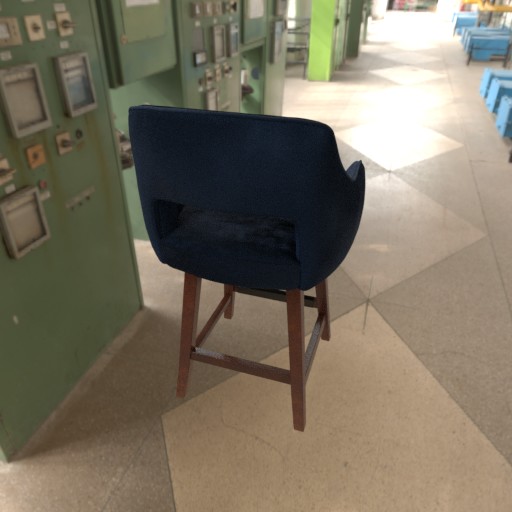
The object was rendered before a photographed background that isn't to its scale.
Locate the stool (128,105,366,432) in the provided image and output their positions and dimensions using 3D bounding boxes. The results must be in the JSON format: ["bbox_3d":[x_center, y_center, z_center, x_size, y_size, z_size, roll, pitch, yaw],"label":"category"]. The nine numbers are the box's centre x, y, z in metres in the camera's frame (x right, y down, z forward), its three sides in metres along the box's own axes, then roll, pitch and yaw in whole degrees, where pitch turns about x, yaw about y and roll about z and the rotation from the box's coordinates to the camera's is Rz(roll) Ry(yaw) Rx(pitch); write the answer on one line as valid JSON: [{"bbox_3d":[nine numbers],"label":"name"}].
[{"bbox_3d":[0.000,0.000,1.280,0.550,0.940,0.560,10,33,16],"label":"stool"}]
